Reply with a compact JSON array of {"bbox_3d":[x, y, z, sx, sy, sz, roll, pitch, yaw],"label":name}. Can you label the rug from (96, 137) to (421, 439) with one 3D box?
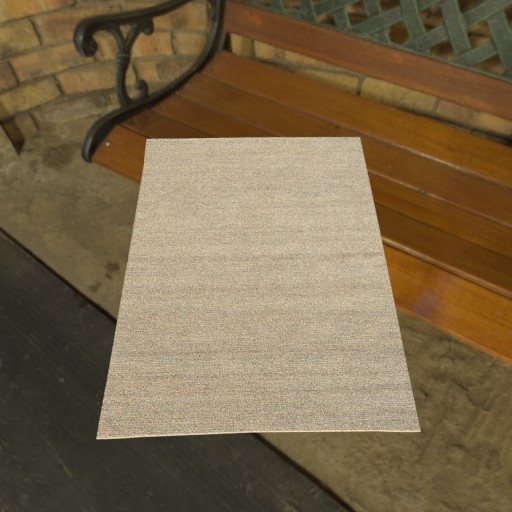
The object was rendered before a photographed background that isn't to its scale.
[{"bbox_3d":[0.000,0.000,4.726,2.757,0.051,3.626,-1,57,0],"label":"rug"}]
